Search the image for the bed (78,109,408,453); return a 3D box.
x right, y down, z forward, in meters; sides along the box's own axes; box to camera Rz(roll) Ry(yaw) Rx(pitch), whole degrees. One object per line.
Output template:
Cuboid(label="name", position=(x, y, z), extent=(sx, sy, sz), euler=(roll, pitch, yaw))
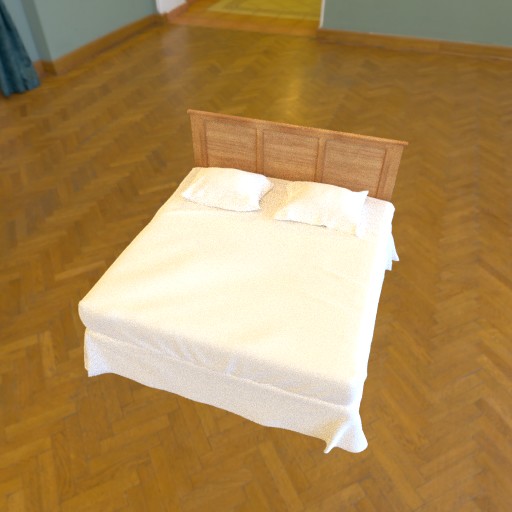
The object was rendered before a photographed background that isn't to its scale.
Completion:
Cuboid(label="bed", position=(0.000, 0.000, 3.575), extent=(2.317, 1.270, 2.215), euler=(13, 44, 14))
